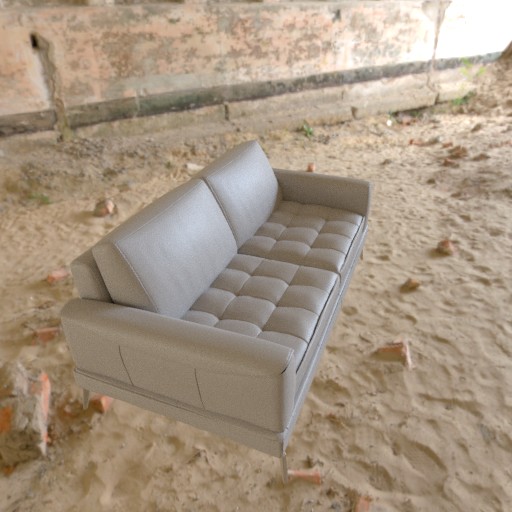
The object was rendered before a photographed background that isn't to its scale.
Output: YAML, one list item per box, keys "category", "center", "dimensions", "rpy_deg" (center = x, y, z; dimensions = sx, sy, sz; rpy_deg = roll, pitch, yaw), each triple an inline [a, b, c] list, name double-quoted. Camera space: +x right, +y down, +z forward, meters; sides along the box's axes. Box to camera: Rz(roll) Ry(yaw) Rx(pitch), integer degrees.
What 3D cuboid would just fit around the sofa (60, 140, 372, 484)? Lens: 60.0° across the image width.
- category: "sofa"
  center: [0.000, 0.000, 2.717]
  dimensions: [1.121, 0.930, 2.177]
  rpy_deg: [11, 33, 18]
